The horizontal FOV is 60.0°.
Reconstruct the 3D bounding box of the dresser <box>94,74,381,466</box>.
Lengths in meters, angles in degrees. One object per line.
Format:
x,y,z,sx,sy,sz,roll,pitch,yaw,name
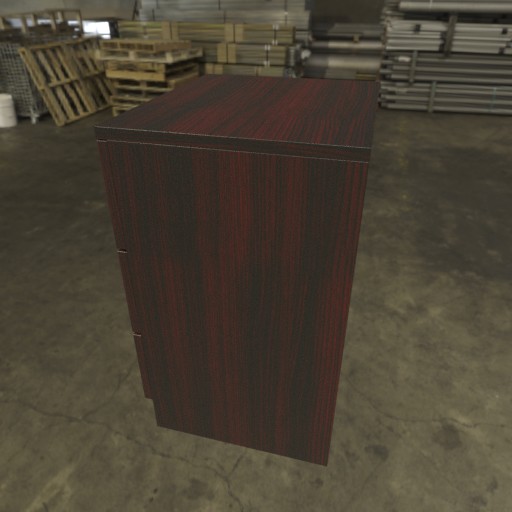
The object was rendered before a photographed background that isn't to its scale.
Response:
0.000,0.000,0.822,0.360,0.560,0.400,8,32,13,dresser
